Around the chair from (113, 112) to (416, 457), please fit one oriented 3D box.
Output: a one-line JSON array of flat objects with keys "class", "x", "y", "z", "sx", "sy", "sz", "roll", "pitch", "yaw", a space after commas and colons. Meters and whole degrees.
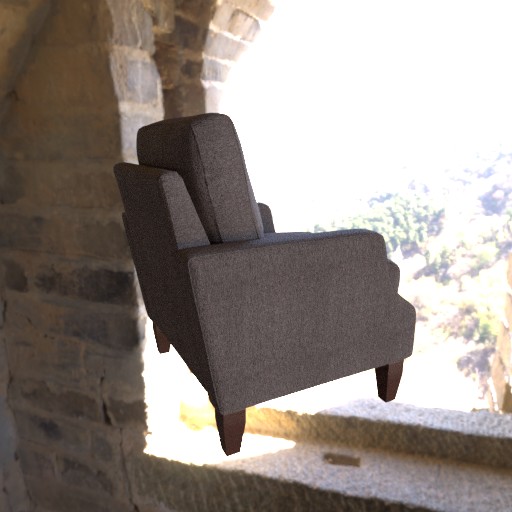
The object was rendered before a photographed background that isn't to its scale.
[{"class": "chair", "x": 0.000, "y": 0.000, "z": 1.674, "sx": 0.897, "sy": 0.993, "sz": 0.855, "roll": -7, "pitch": 16, "yaw": -26}]
